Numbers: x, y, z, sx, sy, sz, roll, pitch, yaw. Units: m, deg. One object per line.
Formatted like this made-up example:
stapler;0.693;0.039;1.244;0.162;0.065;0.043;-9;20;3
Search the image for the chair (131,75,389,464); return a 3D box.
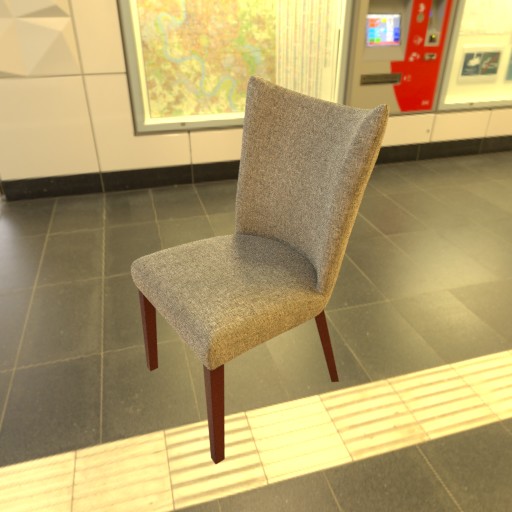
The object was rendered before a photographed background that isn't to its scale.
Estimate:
chair;0.000;0.000;1.327;0.623;0.924;0.535;-20;36;-30
